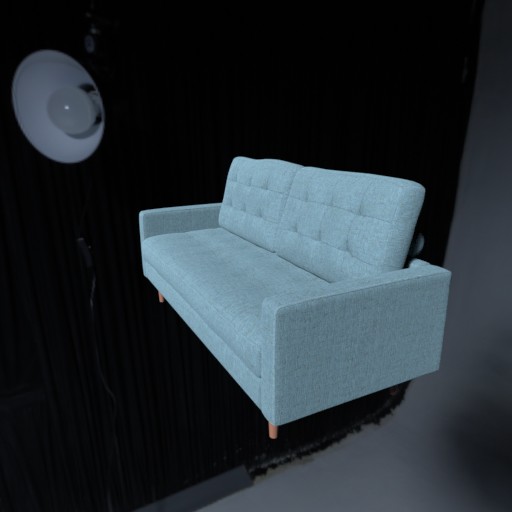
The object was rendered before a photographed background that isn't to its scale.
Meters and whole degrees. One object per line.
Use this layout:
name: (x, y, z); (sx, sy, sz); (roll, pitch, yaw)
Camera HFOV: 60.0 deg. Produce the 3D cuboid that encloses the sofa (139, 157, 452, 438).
sofa: (0.000, 0.000, 2.620); (0.966, 1.050, 2.010); (-8, 19, -26)
